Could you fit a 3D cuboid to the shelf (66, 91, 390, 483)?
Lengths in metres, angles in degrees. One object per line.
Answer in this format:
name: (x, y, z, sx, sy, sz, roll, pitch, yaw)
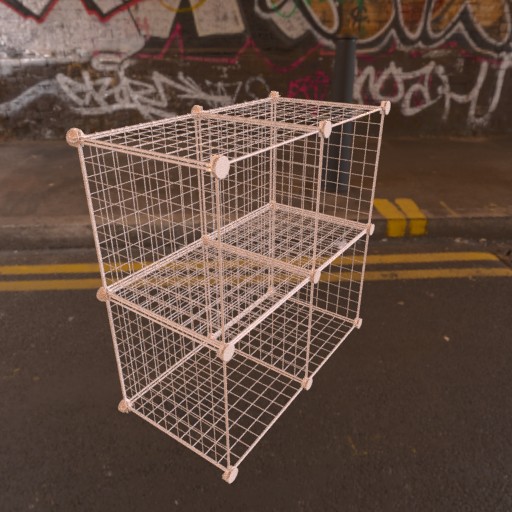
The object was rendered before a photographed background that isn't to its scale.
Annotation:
shelf: (0.000, 0.000, 1.140, 0.356, 0.711, 0.711, 18, 32, 31)
